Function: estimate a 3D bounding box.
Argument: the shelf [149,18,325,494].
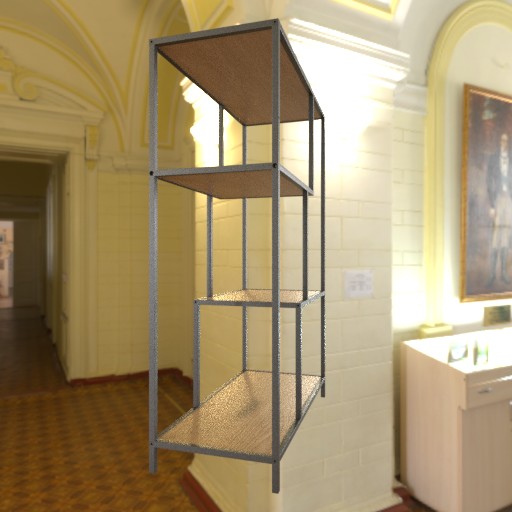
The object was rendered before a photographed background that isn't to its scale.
[{"bbox_3d":[0.000,0.000,1.479,0.350,1.138,0.770,0,0,17],"label":"shelf"}]
